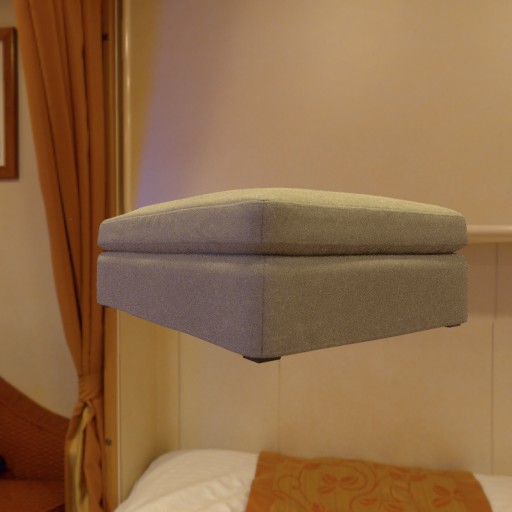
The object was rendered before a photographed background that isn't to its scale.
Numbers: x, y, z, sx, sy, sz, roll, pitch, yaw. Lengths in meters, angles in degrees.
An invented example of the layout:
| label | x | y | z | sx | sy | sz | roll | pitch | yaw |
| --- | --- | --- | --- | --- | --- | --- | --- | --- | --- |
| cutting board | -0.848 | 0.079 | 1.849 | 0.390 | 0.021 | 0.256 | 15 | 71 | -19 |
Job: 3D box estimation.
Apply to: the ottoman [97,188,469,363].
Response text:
| label | x | y | z | sx | sy | sz | roll | pitch | yaw |
| --- | --- | --- | --- | --- | --- | --- | --- | --- | --- |
| ottoman | 0.000 | 0.000 | 1.617 | 0.840 | 0.429 | 1.199 | -1 | 1 | -35 |
